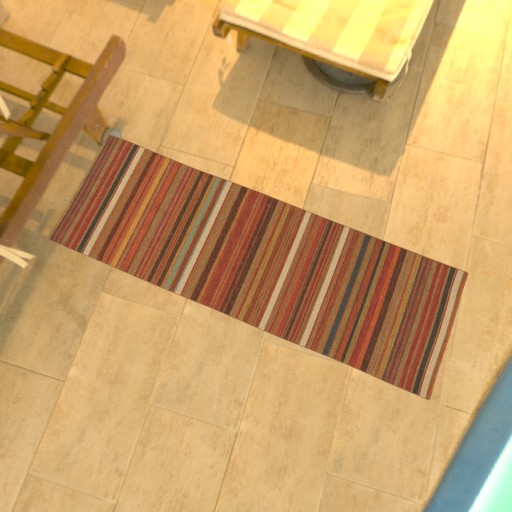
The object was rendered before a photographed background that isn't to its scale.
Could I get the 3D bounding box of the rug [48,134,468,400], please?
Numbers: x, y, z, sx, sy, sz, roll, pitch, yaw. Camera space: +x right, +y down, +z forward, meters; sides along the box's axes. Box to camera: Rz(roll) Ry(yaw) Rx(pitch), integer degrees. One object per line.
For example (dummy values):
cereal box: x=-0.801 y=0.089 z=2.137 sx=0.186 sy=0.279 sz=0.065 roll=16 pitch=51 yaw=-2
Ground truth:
rug: x=0.000 y=0.000 z=2.695 sx=2.444 sy=0.030 sz=0.799 roll=22 pitch=76 yaw=6
